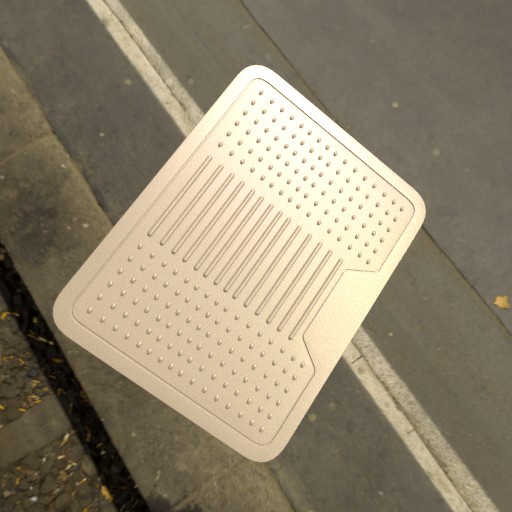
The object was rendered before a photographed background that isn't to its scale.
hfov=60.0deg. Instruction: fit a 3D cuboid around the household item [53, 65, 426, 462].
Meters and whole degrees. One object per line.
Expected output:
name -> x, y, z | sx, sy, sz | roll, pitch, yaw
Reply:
household item -> 0.000, 0.000, 0.537 | 0.301, 0.126, 0.390 | 33, 77, 9
